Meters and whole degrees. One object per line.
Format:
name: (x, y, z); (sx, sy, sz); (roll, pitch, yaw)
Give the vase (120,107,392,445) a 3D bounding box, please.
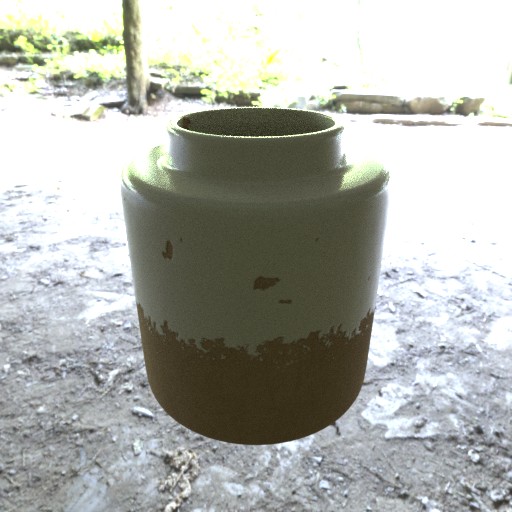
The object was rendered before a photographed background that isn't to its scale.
vase: (0.000, 0.000, 0.281); (0.153, 0.167, 0.153); (0, 27, 0)
